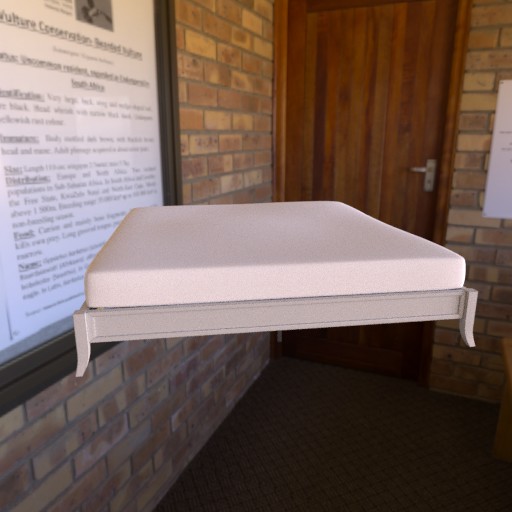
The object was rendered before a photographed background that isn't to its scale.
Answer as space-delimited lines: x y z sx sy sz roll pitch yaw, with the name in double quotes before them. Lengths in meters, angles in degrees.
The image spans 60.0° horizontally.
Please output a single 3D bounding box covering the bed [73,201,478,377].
"bed" 0.000 0.000 3.123 2.007 0.510 2.108 -2 15 -8
